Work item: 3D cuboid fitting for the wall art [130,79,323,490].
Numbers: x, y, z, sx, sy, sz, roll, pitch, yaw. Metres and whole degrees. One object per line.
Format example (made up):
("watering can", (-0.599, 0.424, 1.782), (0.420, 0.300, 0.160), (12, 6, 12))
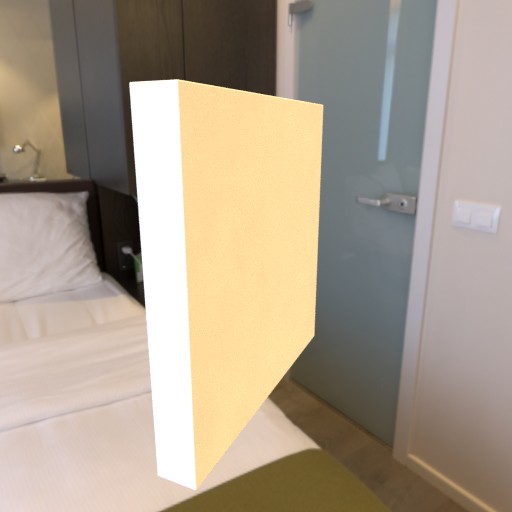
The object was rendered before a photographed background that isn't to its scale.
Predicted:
("wall art", (0.000, 0.000, 0.451), (0.038, 0.305, 0.305), (7, 17, 24))
